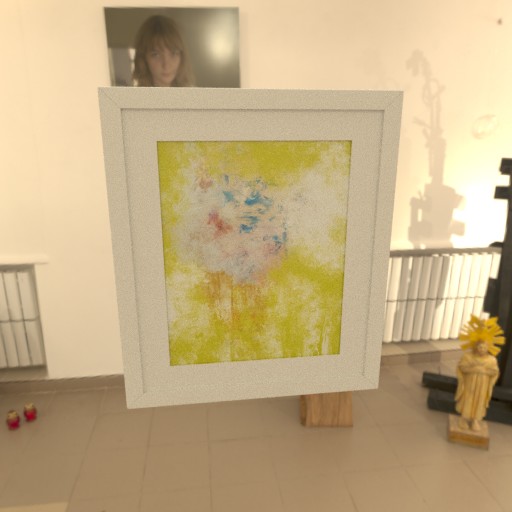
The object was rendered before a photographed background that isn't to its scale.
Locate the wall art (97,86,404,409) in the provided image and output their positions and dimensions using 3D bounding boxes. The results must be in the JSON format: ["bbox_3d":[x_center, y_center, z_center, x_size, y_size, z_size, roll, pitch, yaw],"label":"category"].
[{"bbox_3d":[0.000,0.000,0.539,0.331,0.381,0.028,-2,16,-8],"label":"wall art"}]
